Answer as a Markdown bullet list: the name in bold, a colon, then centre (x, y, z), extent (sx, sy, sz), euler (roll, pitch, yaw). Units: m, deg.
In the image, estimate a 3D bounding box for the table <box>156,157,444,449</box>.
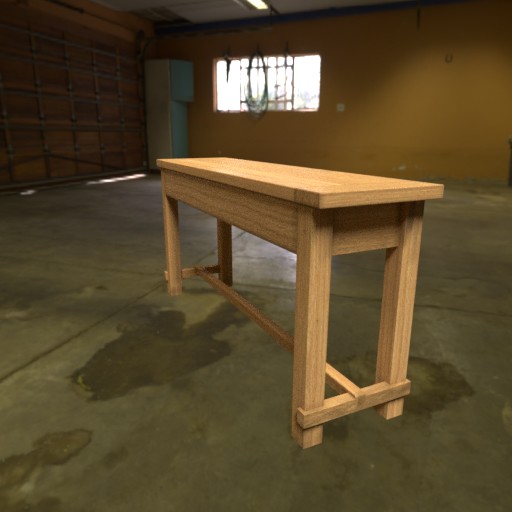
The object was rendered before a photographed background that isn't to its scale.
- **table**: centre (0.000, 0.000, 1.942), extent (0.442, 0.762, 1.599), euler (-7, 17, -25)
